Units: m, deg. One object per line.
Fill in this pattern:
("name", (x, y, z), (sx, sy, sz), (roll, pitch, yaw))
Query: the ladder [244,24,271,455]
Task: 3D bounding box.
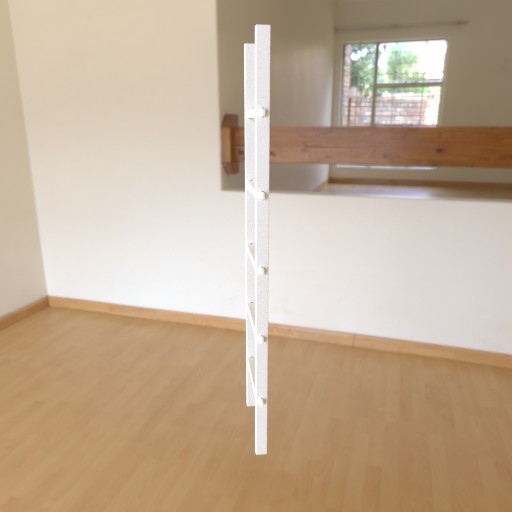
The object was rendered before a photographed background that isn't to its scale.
("ladder", (0.000, 0.000, 1.989), (0.051, 1.797, 0.452), (-2, 16, -7))
